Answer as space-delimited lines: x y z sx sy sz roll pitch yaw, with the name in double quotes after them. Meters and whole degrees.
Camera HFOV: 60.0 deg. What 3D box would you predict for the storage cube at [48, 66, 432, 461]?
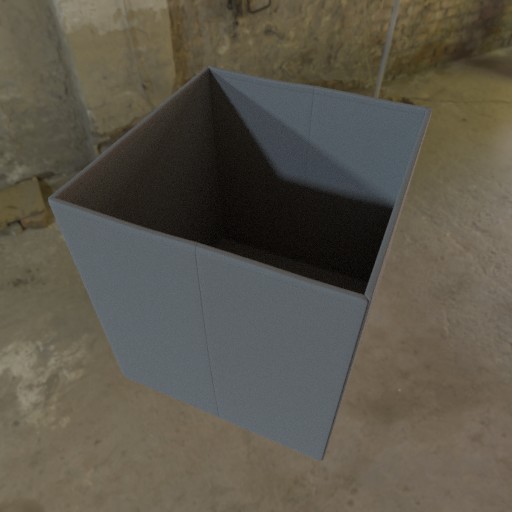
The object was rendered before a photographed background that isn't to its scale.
0.000 0.000 0.491 0.270 0.280 0.270 17 49 16 "storage cube"
